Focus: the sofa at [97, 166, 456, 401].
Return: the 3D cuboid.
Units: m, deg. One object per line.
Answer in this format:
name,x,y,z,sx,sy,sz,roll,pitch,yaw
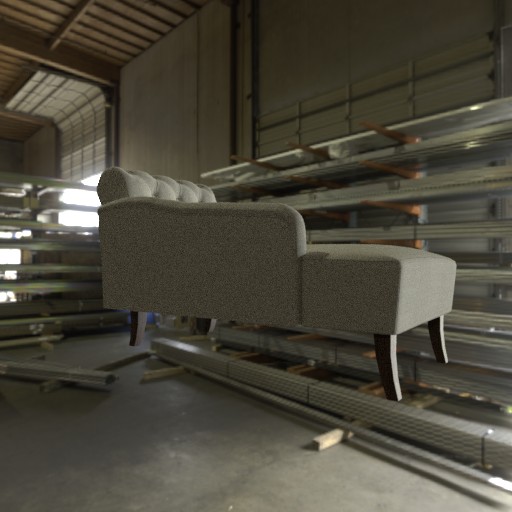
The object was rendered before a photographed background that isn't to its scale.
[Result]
sofa,0.000,0.000,1.789,1.379,0.787,0.675,-1,-1,36
